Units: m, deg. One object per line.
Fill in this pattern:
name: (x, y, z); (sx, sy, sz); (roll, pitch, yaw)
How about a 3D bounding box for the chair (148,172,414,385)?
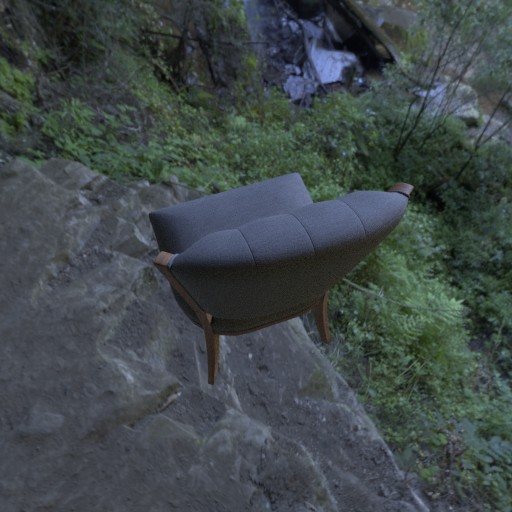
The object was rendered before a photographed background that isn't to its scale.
chair: (0.000, 0.000, 1.231); (0.513, 0.905, 0.584); (-17, 60, -10)
